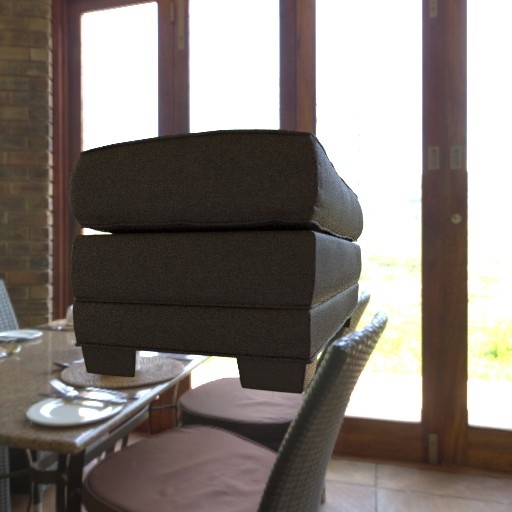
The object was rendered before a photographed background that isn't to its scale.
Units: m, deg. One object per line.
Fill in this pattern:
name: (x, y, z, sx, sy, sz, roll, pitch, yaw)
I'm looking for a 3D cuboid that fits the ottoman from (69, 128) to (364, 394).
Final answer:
ottoman: (0.000, 0.000, 1.157, 0.490, 0.448, 0.864, 0, 0, 18)
